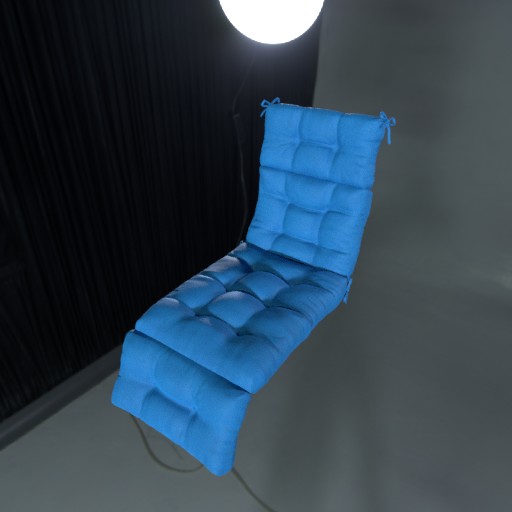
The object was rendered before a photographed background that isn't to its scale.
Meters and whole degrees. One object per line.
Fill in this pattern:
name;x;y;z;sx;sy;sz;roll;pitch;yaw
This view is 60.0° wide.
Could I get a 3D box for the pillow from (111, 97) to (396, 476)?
pillow;0.000;0.000;1.511;0.526;0.863;1.016;19;35;30
